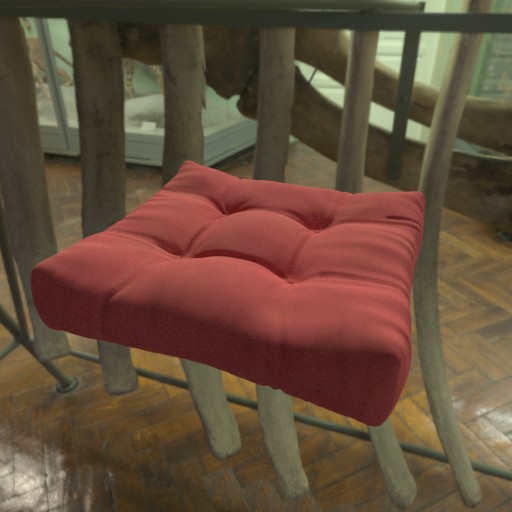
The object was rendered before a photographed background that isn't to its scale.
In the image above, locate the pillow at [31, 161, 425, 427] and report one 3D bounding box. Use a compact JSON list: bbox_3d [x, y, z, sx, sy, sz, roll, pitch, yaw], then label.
[{"bbox_3d":[0.000,0.000,0.703,0.490,0.128,0.468,11,33,17],"label":"pillow"}]
